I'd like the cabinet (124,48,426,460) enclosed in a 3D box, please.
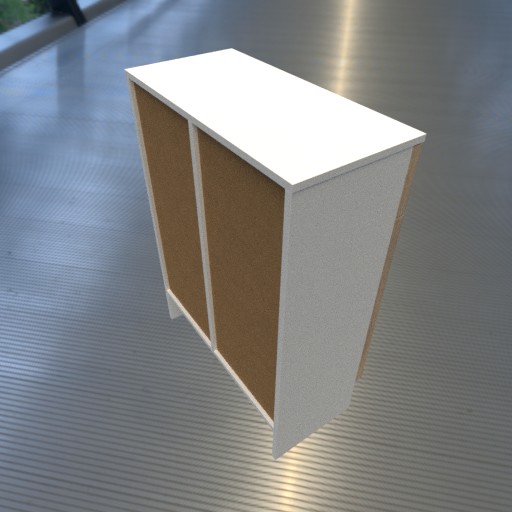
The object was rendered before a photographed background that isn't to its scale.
[{"bbox_3d":[0.000,0.000,1.126,0.296,0.815,0.600,-24,46,-26],"label":"cabinet"}]
